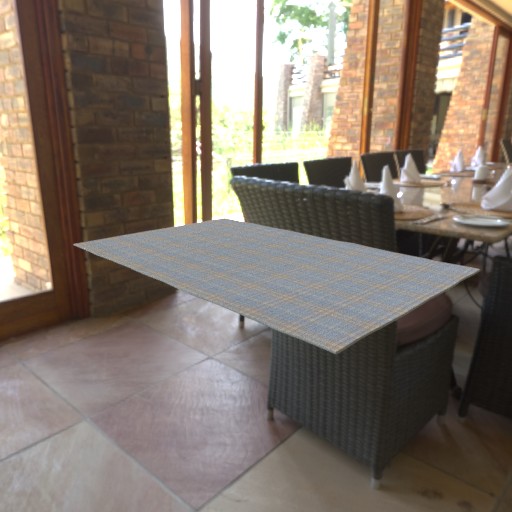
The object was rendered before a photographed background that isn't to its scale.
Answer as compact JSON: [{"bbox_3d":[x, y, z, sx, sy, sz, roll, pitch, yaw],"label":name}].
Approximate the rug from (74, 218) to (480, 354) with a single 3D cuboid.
[{"bbox_3d":[0.000,0.000,3.098,1.545,0.016,2.460,-15,22,-43],"label":"rug"}]
